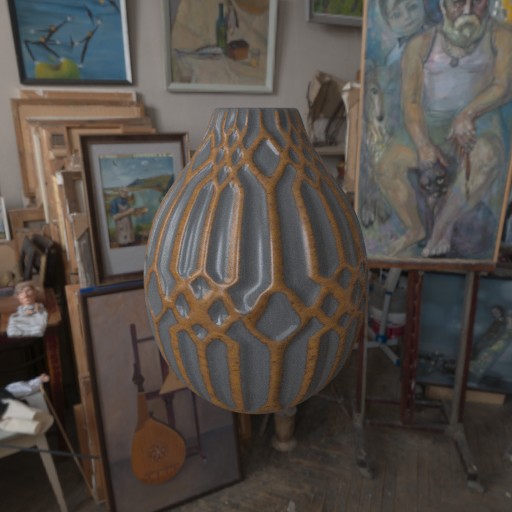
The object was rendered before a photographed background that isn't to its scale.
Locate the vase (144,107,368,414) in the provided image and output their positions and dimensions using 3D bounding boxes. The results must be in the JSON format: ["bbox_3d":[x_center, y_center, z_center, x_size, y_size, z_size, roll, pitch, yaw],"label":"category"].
[{"bbox_3d":[0.000,0.000,0.138,0.069,0.088,0.069,0,18,0],"label":"vase"}]
